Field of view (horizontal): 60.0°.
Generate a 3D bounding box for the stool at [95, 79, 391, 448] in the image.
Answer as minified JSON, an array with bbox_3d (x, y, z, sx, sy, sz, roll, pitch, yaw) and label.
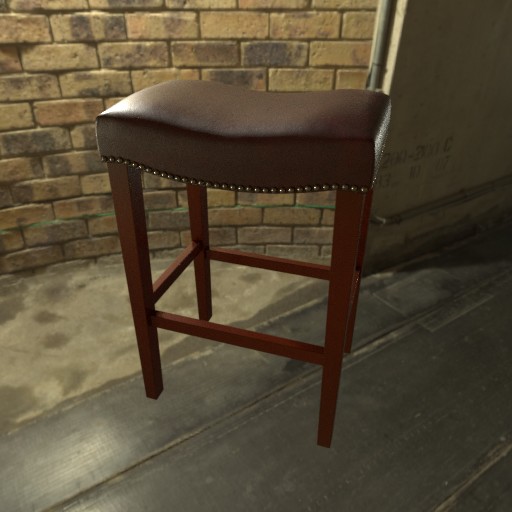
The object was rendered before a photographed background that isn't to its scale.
[{"bbox_3d":[0.000,0.000,1.044,0.504,0.742,0.372,10,32,16],"label":"stool"}]
